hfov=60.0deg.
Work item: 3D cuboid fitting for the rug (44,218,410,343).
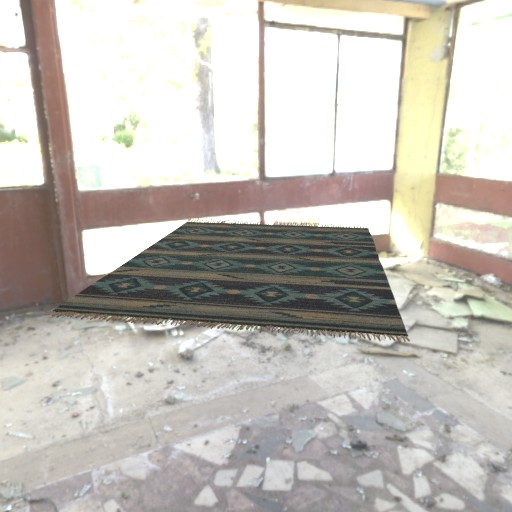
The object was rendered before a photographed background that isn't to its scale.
[{"bbox_3d":[0.000,0.000,4.380,2.418,0.047,3.307,3,17,9],"label":"rug"}]
